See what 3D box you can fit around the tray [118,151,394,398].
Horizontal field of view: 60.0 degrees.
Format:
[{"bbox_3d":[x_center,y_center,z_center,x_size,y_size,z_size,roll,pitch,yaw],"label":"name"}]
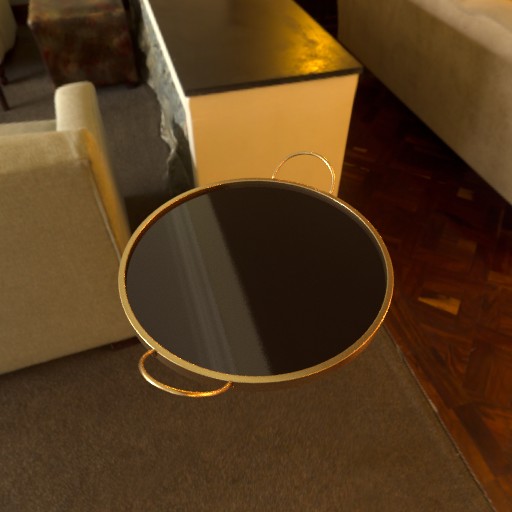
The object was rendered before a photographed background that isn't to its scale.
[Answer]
[{"bbox_3d":[0.000,0.000,0.717,0.438,0.069,0.543,18,49,16],"label":"tray"}]
